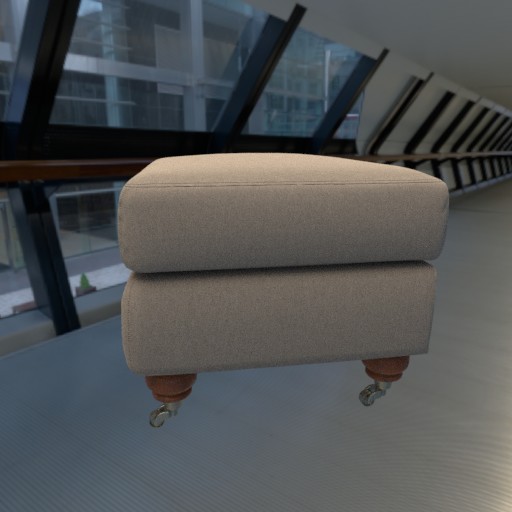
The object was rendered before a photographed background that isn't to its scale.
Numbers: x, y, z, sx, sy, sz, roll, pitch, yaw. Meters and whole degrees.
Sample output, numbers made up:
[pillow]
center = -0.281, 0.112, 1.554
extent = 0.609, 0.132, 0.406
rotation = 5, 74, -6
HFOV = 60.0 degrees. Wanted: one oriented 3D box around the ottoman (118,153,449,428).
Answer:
[ottoman]
center = 0.000, 0.000, 1.106
extent = 0.574, 0.497, 0.773
rotation = -2, 15, -9
